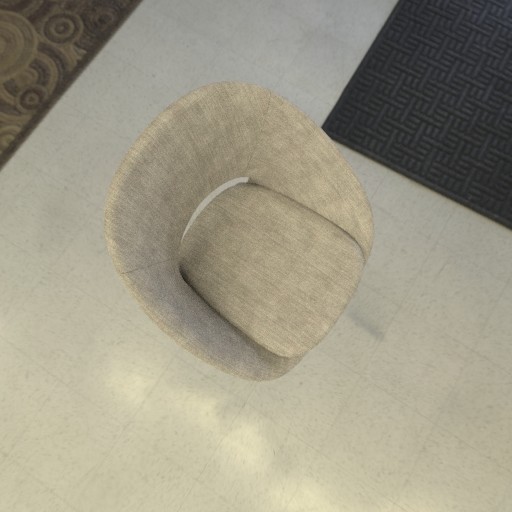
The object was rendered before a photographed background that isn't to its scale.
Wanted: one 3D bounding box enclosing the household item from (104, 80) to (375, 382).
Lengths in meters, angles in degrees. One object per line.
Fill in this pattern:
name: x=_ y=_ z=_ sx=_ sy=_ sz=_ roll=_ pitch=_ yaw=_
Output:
household item: x=0.000 y=0.000 z=1.290 sx=0.587 sy=0.869 sz=0.643 roll=35 pitch=78 yaw=8
